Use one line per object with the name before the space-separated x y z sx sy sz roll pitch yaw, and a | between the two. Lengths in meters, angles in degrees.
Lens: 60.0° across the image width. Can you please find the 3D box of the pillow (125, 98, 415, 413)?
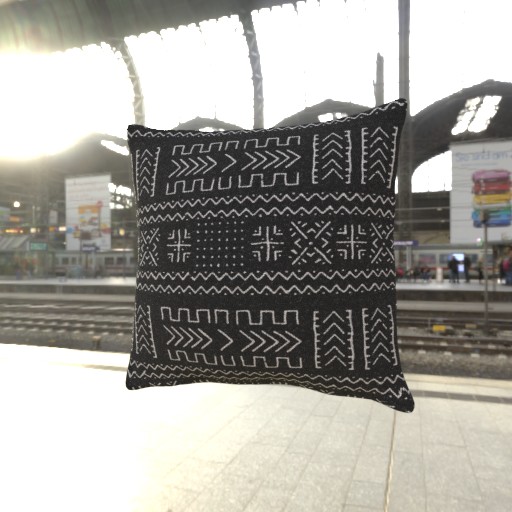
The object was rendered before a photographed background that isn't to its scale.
pillow | 0.000 0.000 0.653 0.438 0.430 0.164 0 -1 17
